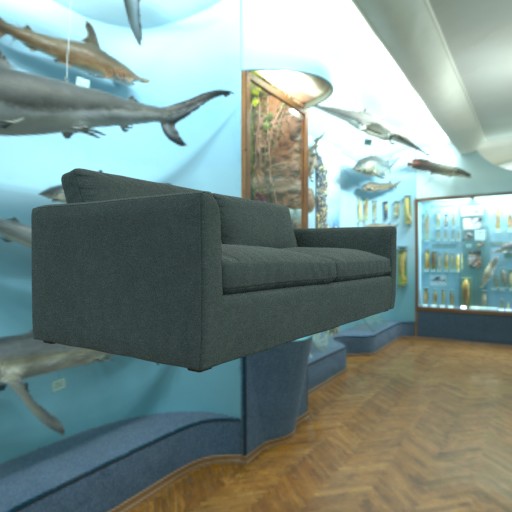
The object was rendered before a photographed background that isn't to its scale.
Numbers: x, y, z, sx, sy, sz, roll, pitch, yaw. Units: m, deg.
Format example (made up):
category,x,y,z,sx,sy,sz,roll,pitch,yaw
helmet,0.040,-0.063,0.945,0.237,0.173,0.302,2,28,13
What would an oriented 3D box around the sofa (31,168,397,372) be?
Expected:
category,x,y,z,sx,sy,sz,roll,pitch,yaw
sofa,0.000,0.000,2.724,1.092,0.838,2.257,0,0,34
